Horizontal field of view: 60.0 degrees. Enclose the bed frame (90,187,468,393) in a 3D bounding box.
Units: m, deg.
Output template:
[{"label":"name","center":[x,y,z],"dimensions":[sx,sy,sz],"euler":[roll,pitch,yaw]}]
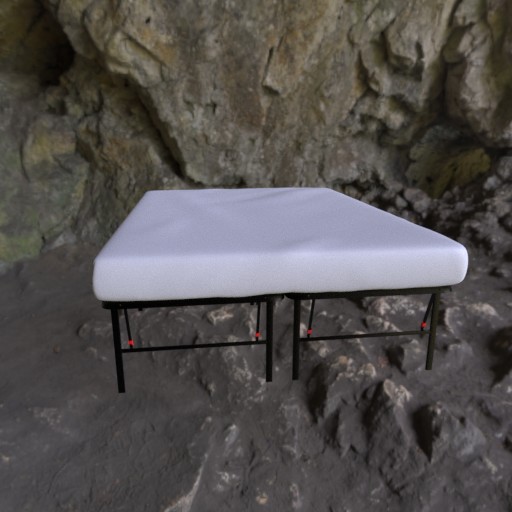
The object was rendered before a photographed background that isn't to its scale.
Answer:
[{"label":"bed frame","center":[0.000,0.000,2.846],"dimensions":[1.584,0.667,2.151],"euler":[-2,16,-7]}]
